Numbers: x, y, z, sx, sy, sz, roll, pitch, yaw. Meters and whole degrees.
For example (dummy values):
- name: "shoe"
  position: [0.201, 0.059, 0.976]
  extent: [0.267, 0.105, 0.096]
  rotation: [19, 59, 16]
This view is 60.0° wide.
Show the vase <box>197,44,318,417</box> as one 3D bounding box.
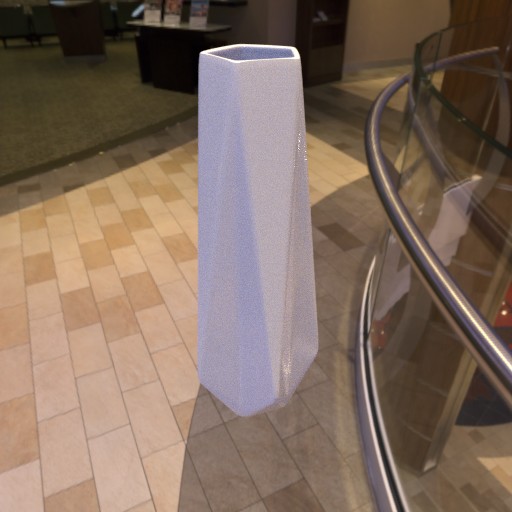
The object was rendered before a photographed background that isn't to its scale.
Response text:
- name: "vase"
  position: [0.000, 0.000, 0.387]
  extent: [0.122, 0.329, 0.116]
  rotation: [10, 35, 15]
